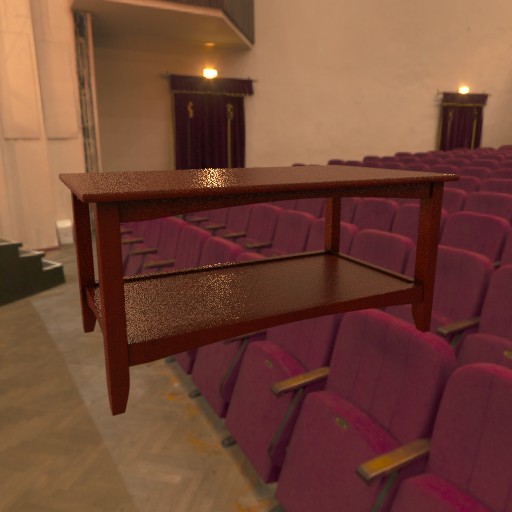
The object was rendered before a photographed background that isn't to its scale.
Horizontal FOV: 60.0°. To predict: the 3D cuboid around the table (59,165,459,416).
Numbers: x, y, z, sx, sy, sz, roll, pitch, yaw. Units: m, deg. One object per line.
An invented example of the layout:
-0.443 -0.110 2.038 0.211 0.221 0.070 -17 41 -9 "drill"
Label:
0.000 0.000 1.251 0.943 0.456 0.533 -7 16 -26 "table"
